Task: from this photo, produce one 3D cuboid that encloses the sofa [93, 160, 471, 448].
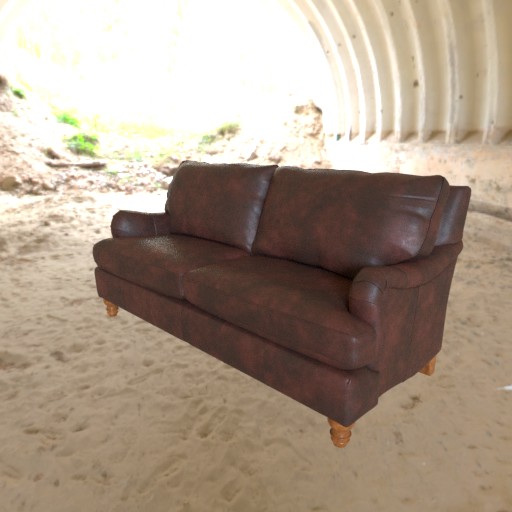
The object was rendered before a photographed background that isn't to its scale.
[{"bbox_3d":[0.000,0.000,2.702,2.144,1.071,1.147,15,21,43],"label":"sofa"}]
